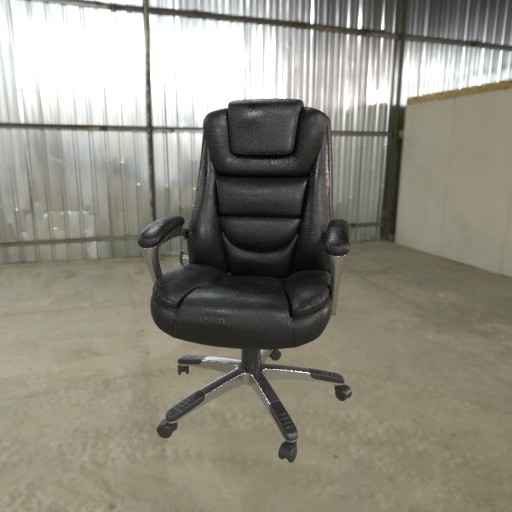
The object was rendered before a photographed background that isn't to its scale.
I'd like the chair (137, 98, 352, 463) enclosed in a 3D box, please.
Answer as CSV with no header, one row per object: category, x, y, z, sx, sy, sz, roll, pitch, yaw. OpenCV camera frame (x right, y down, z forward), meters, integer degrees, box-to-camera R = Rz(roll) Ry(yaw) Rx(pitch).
chair,0.000,0.000,1.513,0.697,1.075,0.689,3,14,10
